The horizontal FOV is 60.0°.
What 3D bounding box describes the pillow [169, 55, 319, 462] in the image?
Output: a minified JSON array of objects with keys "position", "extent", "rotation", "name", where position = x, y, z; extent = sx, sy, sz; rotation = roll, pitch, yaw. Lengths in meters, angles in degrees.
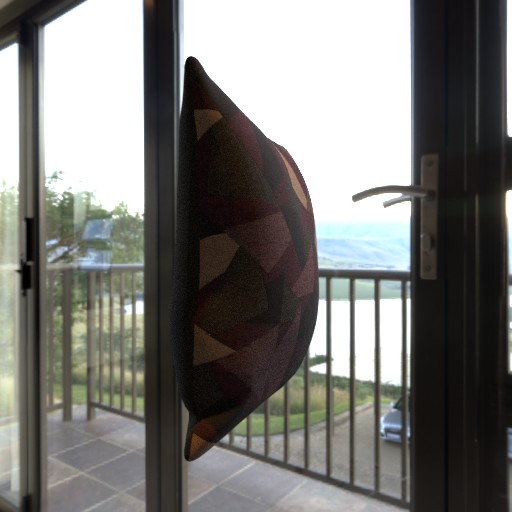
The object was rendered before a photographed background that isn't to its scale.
[{"position":[0.000,0.000,0.765],"extent":[0.208,0.496,0.503],"rotation":[0,0,18],"name":"pillow"}]
